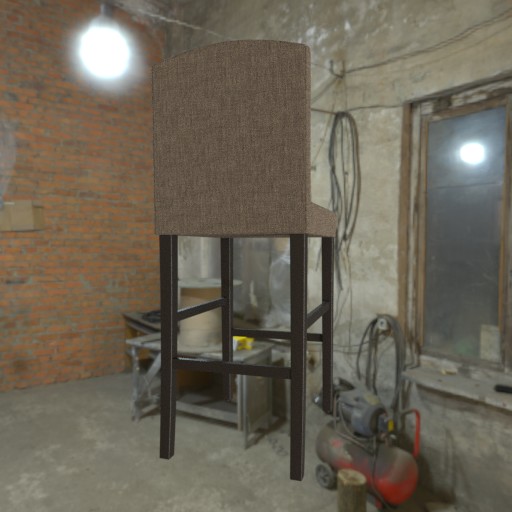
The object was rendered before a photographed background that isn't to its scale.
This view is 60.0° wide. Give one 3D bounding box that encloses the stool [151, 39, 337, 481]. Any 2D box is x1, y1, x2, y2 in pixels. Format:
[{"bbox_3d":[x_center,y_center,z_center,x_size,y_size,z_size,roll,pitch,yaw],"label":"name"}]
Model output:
[{"bbox_3d":[0.000,0.000,1.427,0.451,1.138,0.552,0,1,18],"label":"stool"}]
